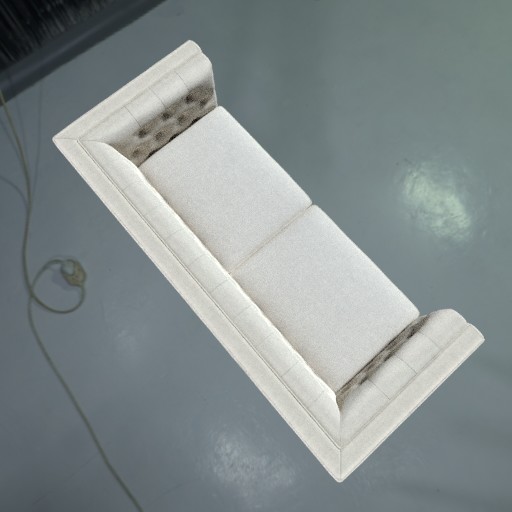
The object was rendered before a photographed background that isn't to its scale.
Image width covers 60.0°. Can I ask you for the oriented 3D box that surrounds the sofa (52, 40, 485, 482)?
[{"bbox_3d":[0.000,0.000,2.138,0.775,0.762,1.778,-40,79,-10],"label":"sofa"}]
